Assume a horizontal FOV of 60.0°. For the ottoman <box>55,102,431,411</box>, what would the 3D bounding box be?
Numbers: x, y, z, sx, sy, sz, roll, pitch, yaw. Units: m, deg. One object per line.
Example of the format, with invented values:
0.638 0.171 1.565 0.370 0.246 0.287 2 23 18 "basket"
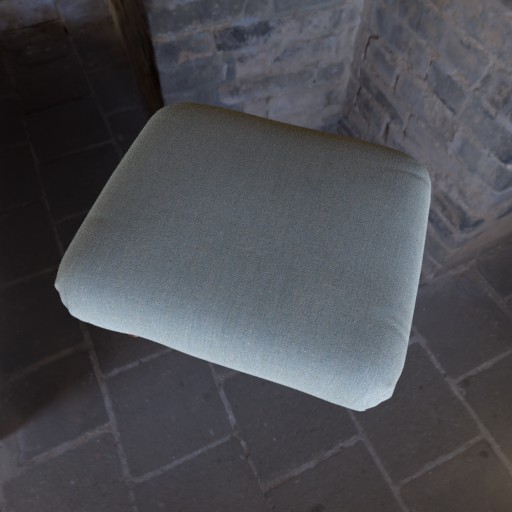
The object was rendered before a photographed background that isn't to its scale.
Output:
0.000 0.000 1.120 0.747 0.450 0.622 16 61 9 "ottoman"
